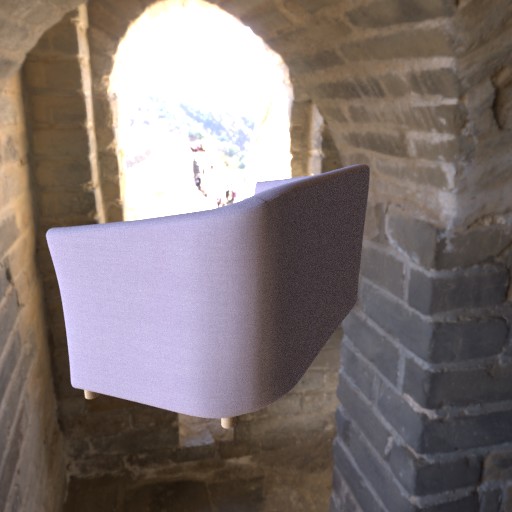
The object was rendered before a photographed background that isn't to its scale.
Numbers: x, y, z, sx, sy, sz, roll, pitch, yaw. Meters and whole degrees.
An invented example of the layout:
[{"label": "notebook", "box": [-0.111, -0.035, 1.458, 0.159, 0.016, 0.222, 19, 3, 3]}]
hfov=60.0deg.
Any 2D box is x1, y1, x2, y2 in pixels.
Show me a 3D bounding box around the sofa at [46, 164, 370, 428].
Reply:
[{"label": "sofa", "box": [0.000, 0.000, 1.853, 0.705, 0.721, 1.452, 8, 18, 25]}]
